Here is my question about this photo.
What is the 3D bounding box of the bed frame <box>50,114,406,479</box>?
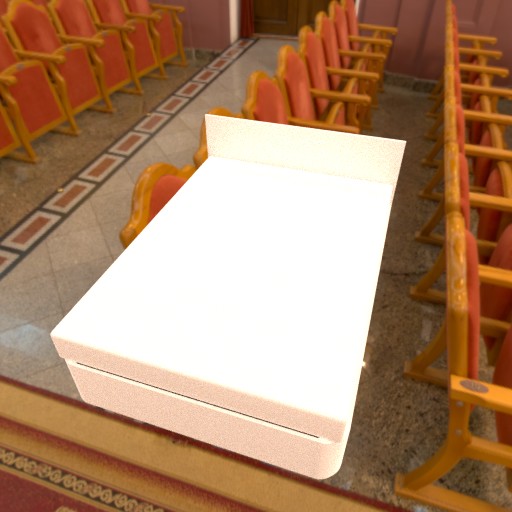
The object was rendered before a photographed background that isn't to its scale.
[{"bbox_3d":[0.000,0.000,2.584,1.400,0.800,1.900,12,41,14],"label":"bed frame"}]
